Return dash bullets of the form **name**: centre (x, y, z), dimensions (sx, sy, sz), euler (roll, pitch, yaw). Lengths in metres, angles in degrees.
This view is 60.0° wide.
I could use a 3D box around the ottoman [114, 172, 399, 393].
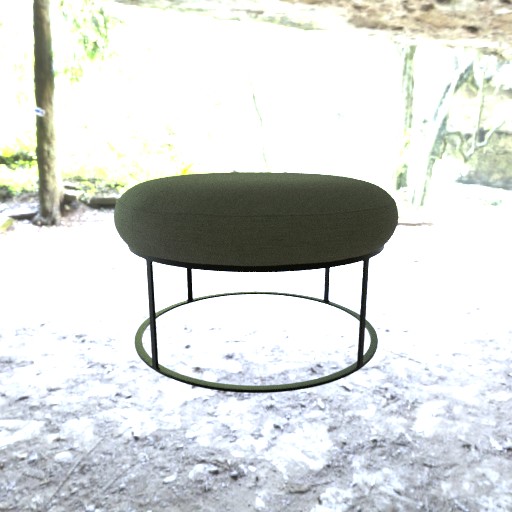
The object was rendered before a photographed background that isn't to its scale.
- **ottoman**: centre (0.000, 0.000, 1.277), dimensions (0.769, 0.459, 0.769), euler (0, 14, 0)
